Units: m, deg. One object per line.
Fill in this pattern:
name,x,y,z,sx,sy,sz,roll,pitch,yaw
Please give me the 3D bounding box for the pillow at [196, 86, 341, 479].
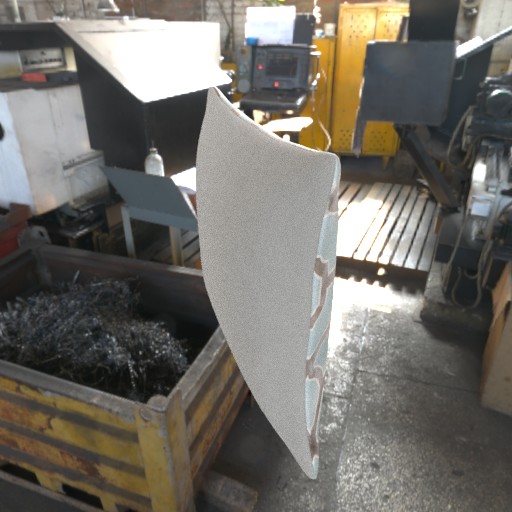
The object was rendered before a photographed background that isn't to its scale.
pillow,0.000,0.000,0.794,0.166,0.508,0.552,-9,29,-16
